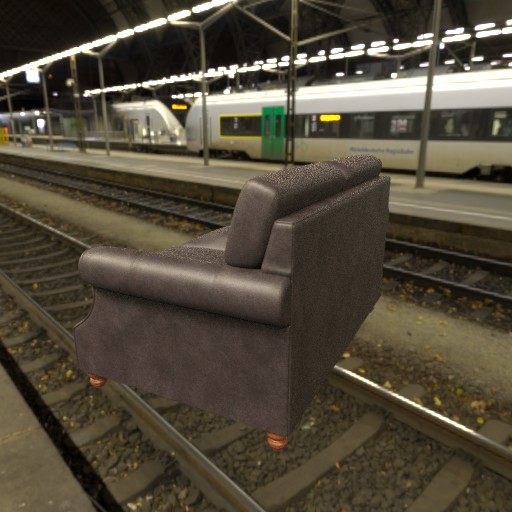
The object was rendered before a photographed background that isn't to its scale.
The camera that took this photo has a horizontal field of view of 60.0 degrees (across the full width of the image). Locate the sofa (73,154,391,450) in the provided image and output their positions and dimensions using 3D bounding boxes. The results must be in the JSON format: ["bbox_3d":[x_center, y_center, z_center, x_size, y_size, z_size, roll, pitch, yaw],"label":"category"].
[{"bbox_3d":[0.000,0.000,2.286,1.030,0.979,1.663,8,18,26],"label":"sofa"}]
